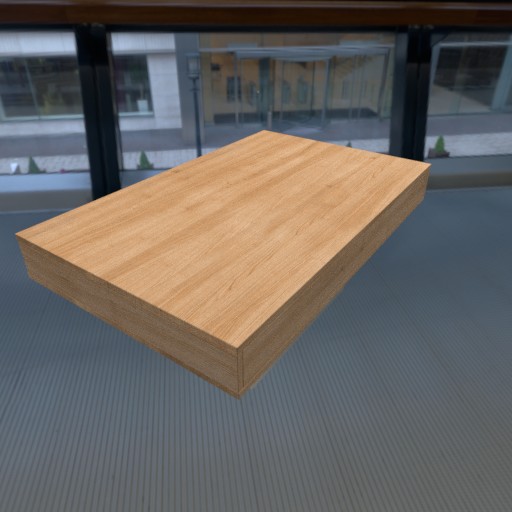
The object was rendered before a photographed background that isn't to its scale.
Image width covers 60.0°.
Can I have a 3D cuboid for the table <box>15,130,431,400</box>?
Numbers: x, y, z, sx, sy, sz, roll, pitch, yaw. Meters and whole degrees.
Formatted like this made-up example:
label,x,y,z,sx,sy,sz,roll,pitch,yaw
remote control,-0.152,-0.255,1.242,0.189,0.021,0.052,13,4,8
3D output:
label,x,y,z,sx,sy,sz,roll,pitch,yaw
table,0.000,0.000,1.434,0.700,0.440,1.100,21,37,29
